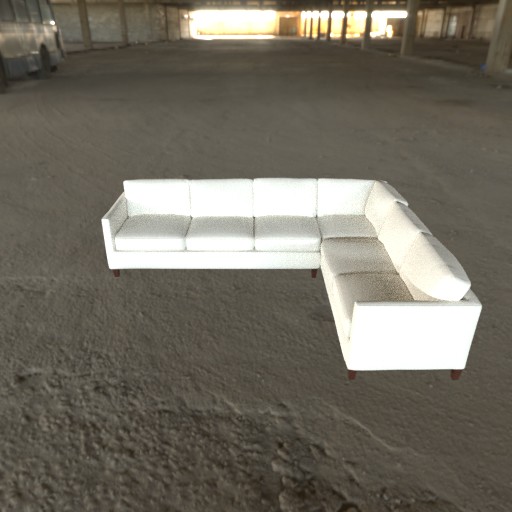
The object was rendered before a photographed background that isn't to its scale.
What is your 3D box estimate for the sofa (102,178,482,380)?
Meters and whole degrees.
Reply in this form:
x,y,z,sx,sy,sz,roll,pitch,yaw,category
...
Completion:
x,y,z,sx,sy,sz,roll,pitch,yaw,category
0.000,0.000,4.418,3.302,0.947,2.593,0,27,0,sofa
